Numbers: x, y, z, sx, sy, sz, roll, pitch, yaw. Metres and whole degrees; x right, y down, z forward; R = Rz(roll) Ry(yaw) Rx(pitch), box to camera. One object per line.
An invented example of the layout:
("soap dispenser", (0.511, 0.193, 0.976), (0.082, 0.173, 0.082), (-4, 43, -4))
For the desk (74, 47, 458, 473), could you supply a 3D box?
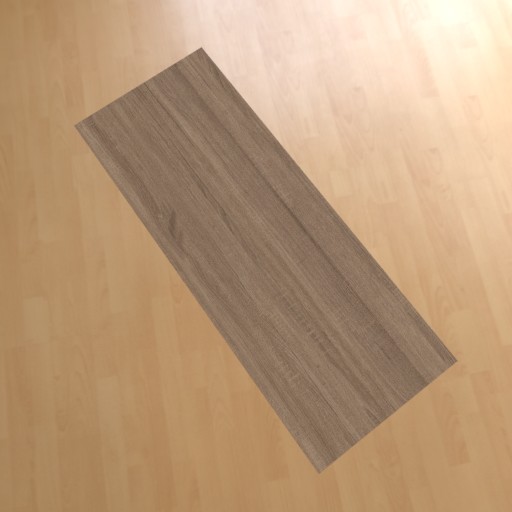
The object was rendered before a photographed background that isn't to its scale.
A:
("desk", (0.000, 0.000, 2.153), (0.690, 0.760, 1.700), (-35, 79, -8))
